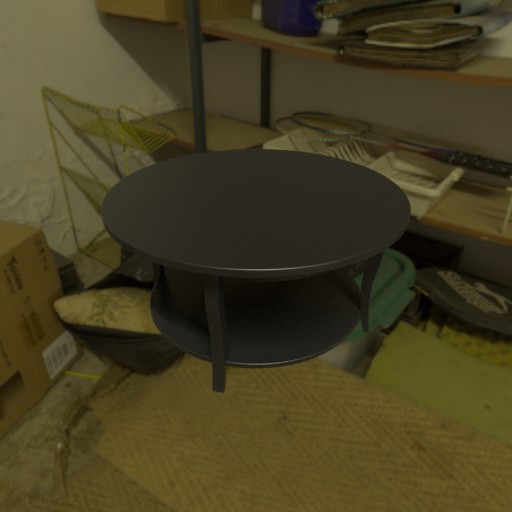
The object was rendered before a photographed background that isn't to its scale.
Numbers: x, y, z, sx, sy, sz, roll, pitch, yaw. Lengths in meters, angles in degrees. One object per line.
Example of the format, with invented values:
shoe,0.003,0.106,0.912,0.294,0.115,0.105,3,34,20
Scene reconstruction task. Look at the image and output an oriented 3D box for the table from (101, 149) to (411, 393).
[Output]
table,0.000,0.000,1.479,0.914,0.457,0.914,0,30,0
